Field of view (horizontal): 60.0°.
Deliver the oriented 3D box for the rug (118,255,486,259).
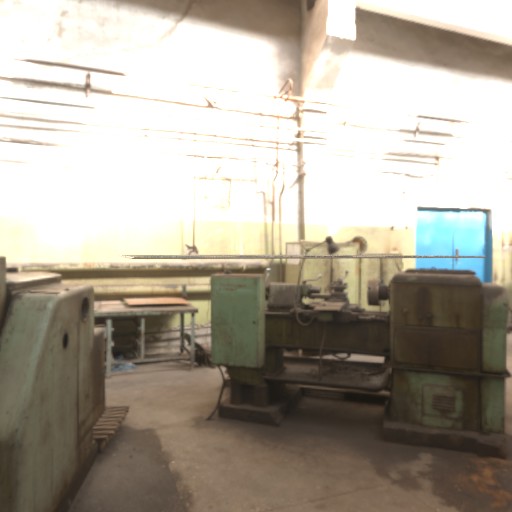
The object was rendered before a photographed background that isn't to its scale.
[{"bbox_3d":[0.000,0.000,4.177,2.423,0.014,3.040,0,0,-19],"label":"rug"}]
